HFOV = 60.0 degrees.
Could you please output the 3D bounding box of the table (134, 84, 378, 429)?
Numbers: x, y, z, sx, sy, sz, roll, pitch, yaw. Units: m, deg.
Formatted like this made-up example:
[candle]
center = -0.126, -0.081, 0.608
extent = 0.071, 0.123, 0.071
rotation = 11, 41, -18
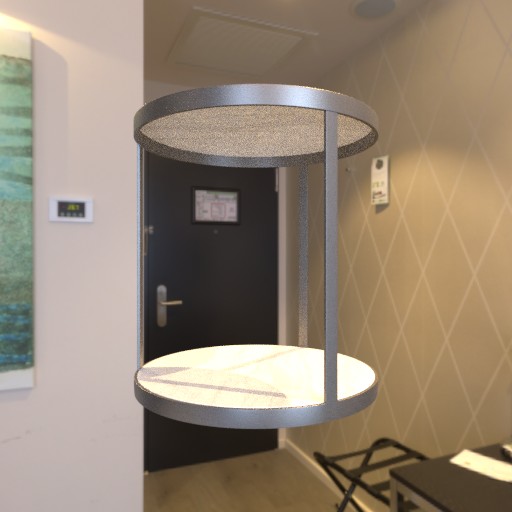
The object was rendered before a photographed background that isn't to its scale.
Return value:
[table]
center = 0.000, 0.000, 0.836
extent = 0.445, 0.479, 0.445
rotation = 0, 0, 0
